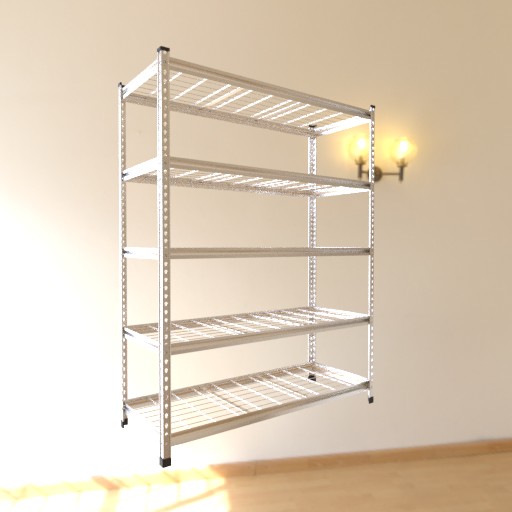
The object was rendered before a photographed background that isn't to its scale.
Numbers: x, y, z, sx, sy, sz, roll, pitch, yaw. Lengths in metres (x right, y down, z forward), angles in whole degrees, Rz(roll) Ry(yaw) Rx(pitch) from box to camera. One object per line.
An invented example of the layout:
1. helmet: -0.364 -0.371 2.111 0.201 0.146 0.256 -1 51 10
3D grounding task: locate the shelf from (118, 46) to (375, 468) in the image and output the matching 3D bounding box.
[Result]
1. shelf: 0.000 0.000 2.766 1.524 1.981 0.610 -1 2 -36
